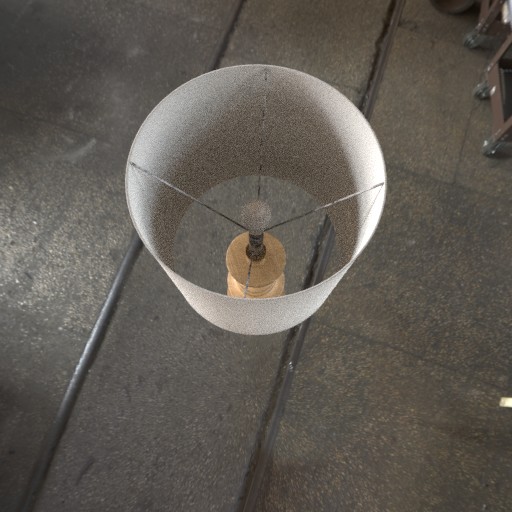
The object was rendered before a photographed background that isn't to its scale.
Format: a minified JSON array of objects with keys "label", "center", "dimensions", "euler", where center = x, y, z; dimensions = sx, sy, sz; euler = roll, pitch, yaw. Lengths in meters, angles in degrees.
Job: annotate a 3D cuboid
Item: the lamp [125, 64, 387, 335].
[{"label":"lamp","center":[0.000,0.000,0.572],"dimensions":[0.208,0.455,0.208],"euler":[-14,73,-4]}]
